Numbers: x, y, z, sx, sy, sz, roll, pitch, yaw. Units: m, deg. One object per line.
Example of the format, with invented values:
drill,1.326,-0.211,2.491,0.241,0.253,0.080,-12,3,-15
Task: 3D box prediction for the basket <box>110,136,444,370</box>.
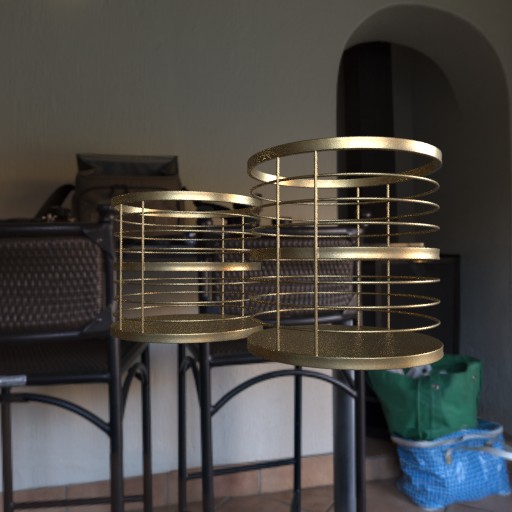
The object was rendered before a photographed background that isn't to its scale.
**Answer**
basket,0.000,0.000,0.950,0.746,0.351,0.356,-1,-1,35
